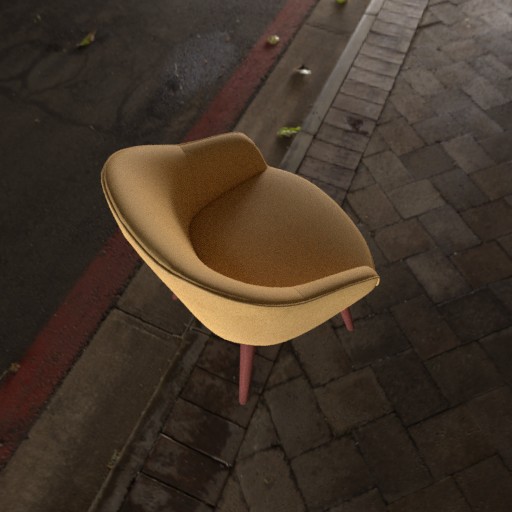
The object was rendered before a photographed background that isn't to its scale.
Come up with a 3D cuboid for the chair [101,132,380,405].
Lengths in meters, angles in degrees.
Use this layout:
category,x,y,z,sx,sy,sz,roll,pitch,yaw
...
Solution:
category,x,y,z,sx,sy,sz,roll,pitch,yaw
chair,0.000,0.000,1.280,0.635,0.823,0.596,-30,63,-17
